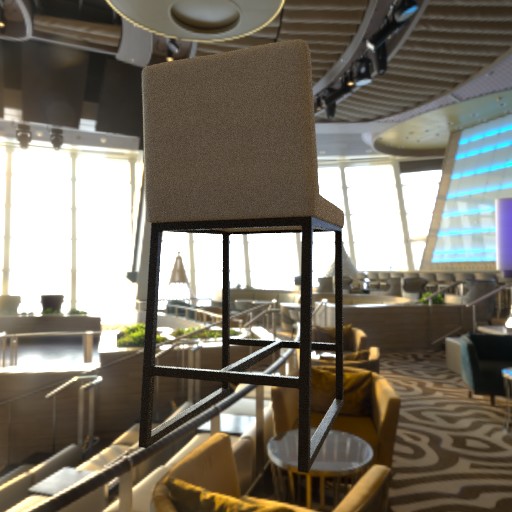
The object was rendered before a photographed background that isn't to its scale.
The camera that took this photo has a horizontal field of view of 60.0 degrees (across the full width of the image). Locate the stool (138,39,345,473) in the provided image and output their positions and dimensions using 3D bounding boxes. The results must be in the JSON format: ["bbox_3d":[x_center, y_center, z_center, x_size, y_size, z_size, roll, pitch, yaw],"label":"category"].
[{"bbox_3d":[0.000,0.000,1.313,0.459,0.971,0.567,-1,-2,19],"label":"stool"}]
